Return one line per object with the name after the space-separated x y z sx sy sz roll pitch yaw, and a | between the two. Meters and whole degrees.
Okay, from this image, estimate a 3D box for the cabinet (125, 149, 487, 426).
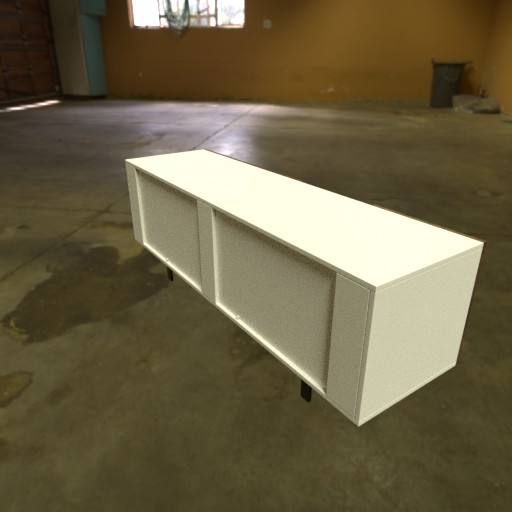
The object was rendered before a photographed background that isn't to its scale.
0.000 0.000 1.720 0.431 0.533 1.499 -16 29 -32 | cabinet
